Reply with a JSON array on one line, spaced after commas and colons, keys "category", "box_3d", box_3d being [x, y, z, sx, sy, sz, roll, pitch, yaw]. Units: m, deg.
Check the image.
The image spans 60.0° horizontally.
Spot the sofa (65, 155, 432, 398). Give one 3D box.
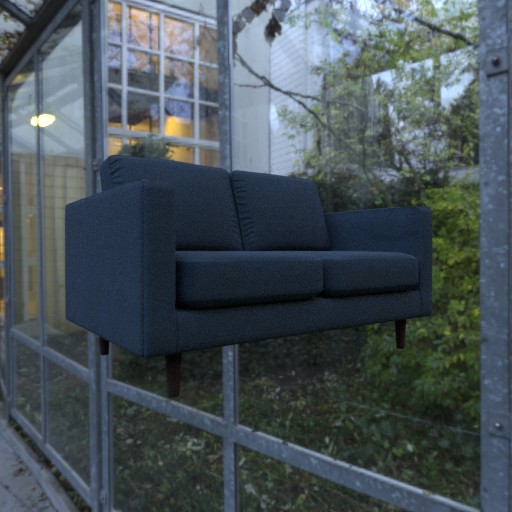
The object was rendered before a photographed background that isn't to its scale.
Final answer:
[{"category": "sofa", "box_3d": [0.000, 0.000, 2.145, 1.518, 0.930, 0.999, 0, 1, -36]}]
